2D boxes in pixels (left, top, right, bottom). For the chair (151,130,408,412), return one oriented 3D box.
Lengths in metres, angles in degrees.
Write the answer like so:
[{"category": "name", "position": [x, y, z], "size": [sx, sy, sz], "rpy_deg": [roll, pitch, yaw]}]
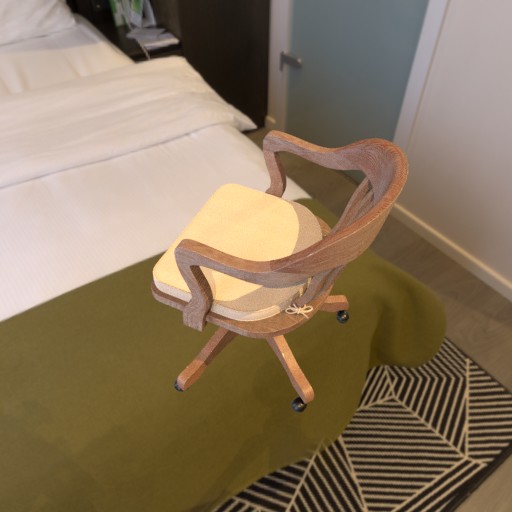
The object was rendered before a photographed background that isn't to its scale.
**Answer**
[{"category": "chair", "position": [0.000, 0.000, 1.486], "size": [0.788, 0.878, 0.750], "rpy_deg": [18, 49, 16]}]
